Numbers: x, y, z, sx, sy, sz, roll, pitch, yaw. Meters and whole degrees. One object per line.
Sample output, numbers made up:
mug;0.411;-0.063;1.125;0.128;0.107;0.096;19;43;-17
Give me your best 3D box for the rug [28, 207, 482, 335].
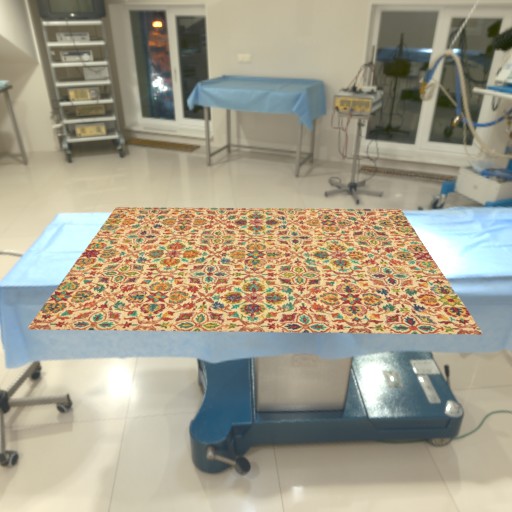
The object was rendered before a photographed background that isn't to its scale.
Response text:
rug;0.000;0.000;2.320;1.838;0.013;1.226;1;30;1
